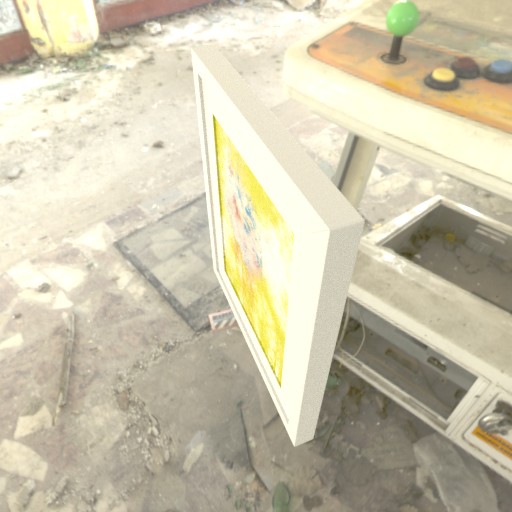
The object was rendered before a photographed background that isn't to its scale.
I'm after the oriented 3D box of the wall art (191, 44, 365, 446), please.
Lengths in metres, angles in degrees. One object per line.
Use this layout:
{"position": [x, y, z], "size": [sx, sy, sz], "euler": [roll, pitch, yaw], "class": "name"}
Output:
{"position": [0.000, 0.000, 0.542], "size": [0.028, 0.381, 0.331], "euler": [-16, 48, -15], "class": "wall art"}
